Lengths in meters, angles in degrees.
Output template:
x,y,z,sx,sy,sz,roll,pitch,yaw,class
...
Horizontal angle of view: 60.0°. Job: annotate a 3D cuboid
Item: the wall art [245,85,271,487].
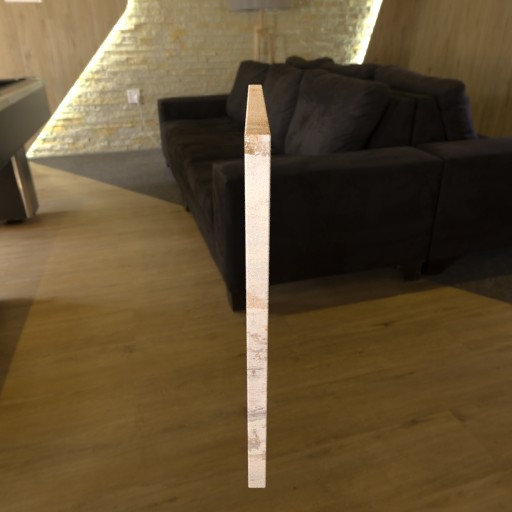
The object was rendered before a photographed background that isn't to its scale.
x,y,z,sx,sy,sz,roll,pitch,yaw,class
0.000,0.000,1.136,0.038,0.755,0.753,0,26,0,wall art
